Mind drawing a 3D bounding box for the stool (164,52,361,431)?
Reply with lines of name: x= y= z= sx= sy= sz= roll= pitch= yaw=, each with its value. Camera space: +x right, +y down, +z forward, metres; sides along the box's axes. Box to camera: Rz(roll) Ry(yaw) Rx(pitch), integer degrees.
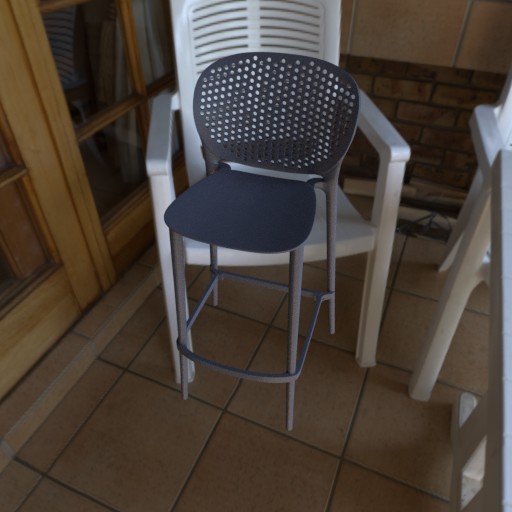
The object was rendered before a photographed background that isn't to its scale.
stool: x=0.000 y=0.000 z=1.373 sx=0.536 sy=1.045 sz=0.535 roll=12 pitch=42 yaw=13
